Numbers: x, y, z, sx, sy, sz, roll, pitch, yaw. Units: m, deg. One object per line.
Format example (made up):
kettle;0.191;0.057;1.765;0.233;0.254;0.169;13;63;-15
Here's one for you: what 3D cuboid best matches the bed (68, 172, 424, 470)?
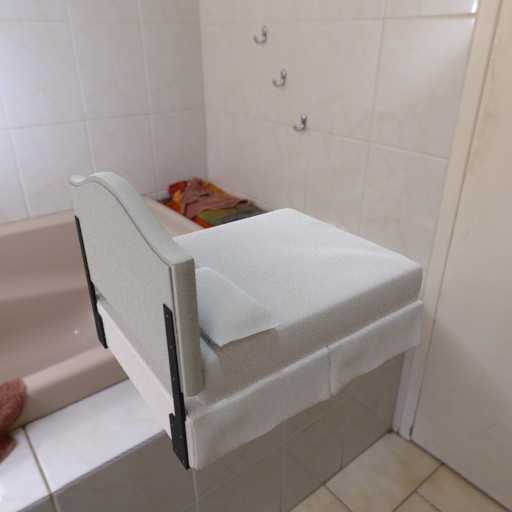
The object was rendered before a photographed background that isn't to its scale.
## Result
bed;0.000;0.000;3.445;2.180;1.607;1.813;-18;31;-32
